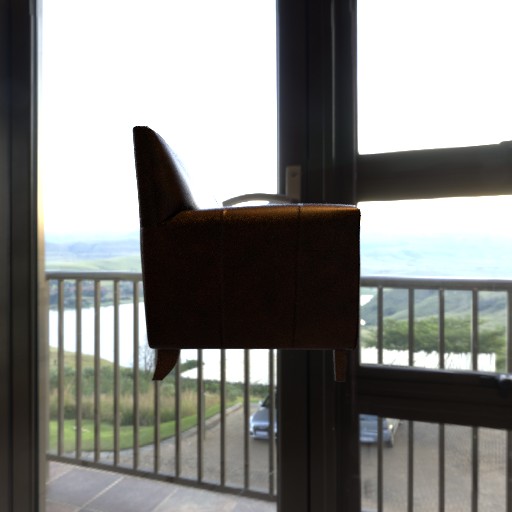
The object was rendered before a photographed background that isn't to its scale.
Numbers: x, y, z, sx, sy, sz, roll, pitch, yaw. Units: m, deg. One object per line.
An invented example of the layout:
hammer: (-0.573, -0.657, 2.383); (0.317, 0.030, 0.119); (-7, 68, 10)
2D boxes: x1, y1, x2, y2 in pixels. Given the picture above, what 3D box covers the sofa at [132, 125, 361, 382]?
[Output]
sofa: (0.000, 0.000, 2.452); (0.786, 0.871, 1.995); (0, 0, 1)
